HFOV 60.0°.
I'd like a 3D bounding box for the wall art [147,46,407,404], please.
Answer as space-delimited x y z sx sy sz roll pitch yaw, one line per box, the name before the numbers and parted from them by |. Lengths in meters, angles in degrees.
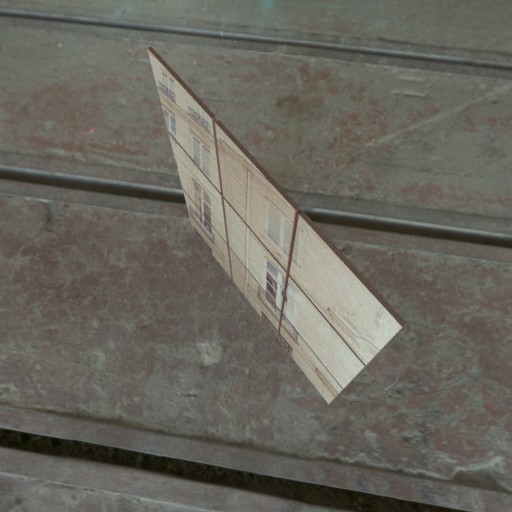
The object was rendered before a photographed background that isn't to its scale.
wall art | 0.000 0.000 1.833 0.024 1.218 1.221 -33 68 -15
